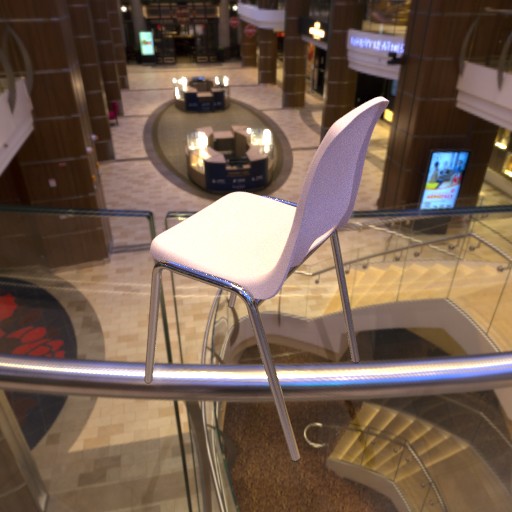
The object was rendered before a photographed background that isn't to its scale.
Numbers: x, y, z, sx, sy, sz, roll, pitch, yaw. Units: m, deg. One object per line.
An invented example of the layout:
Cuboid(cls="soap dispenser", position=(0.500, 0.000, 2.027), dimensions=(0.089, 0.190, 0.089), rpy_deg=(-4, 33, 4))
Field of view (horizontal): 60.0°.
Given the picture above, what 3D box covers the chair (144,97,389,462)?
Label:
Cuboid(cls="chair", position=(0.000, 0.000, 0.973), dimensions=(0.436, 0.704, 0.381), rpy_deg=(19, 37, 27))
